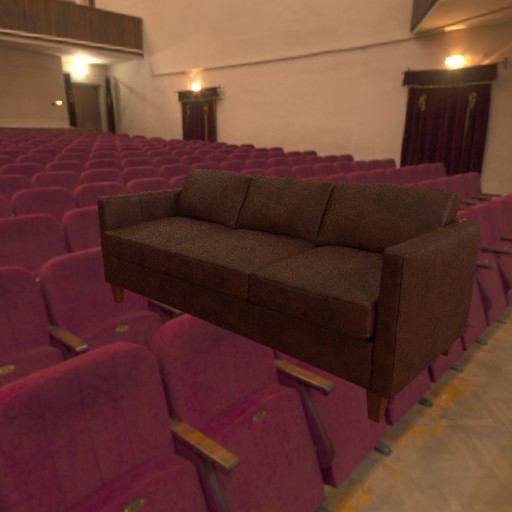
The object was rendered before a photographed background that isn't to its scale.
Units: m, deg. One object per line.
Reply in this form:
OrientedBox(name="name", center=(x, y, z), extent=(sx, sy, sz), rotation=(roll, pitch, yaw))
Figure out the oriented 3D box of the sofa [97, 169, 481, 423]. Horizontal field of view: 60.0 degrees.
OrientedBox(name="sofa", center=(0.000, 0.000, 2.944), extent=(2.464, 1.006, 1.045), rotation=(13, 20, 41))
